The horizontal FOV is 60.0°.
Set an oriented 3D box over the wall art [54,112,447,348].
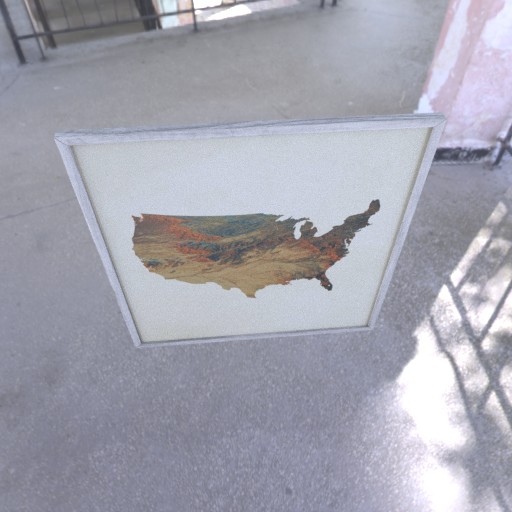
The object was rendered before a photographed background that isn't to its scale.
[{"bbox_3d":[0.000,0.000,0.761,0.508,0.507,0.016,-4,48,-3],"label":"wall art"}]
